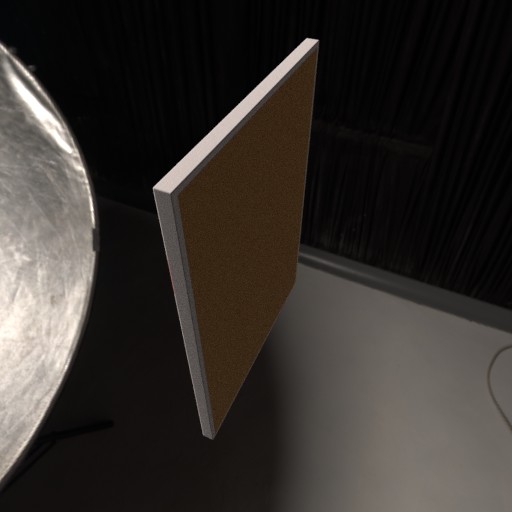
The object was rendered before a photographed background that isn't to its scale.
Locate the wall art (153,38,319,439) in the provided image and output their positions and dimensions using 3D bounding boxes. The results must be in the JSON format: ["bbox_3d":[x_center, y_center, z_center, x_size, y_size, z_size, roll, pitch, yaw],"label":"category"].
[{"bbox_3d":[0.000,0.000,1.623,0.046,1.221,0.914,18,48,17],"label":"wall art"}]
